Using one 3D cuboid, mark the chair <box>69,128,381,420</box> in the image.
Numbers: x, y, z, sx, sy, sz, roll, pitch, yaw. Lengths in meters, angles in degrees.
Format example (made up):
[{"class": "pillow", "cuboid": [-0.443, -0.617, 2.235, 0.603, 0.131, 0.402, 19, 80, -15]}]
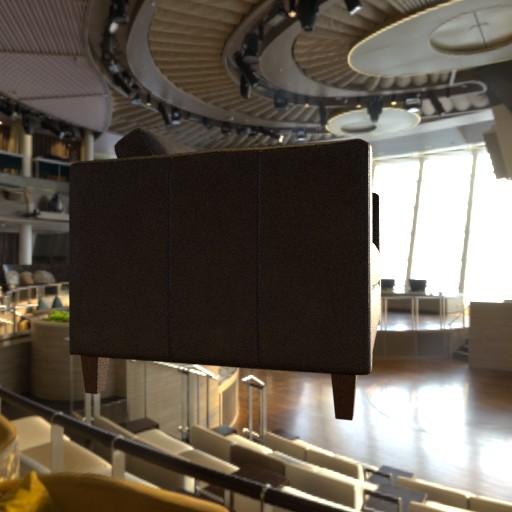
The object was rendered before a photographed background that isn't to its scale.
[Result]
[{"class": "chair", "cuboid": [0.000, 0.000, 1.589, 0.862, 0.811, 0.939, 0, -1, 17]}]
